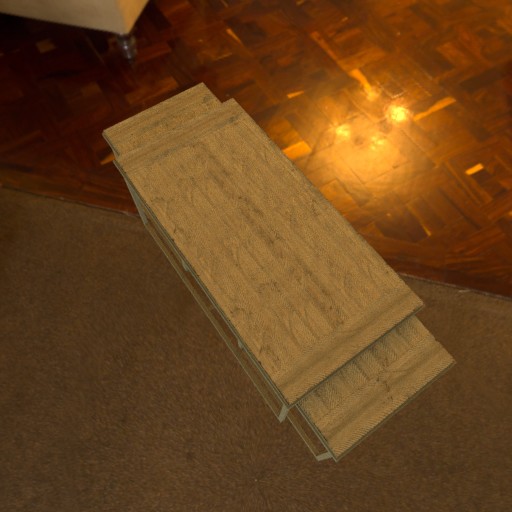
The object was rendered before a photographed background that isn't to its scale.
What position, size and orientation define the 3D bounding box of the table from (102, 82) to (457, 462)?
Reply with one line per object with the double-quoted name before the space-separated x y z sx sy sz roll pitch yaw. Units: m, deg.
"table" 0.000 0.000 1.553 0.489 0.427 1.312 -32 68 -15
